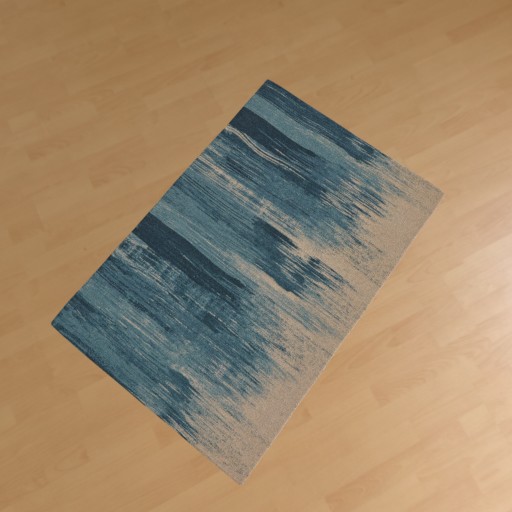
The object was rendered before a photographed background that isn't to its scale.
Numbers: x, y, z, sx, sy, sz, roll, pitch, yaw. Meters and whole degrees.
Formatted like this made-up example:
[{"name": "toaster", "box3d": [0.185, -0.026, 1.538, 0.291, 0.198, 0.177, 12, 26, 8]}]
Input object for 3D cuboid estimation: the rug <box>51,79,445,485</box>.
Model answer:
[{"name": "rug", "box3d": [0.000, 0.000, 2.330, 1.232, 0.009, 1.836, 36, 77, 10]}]
